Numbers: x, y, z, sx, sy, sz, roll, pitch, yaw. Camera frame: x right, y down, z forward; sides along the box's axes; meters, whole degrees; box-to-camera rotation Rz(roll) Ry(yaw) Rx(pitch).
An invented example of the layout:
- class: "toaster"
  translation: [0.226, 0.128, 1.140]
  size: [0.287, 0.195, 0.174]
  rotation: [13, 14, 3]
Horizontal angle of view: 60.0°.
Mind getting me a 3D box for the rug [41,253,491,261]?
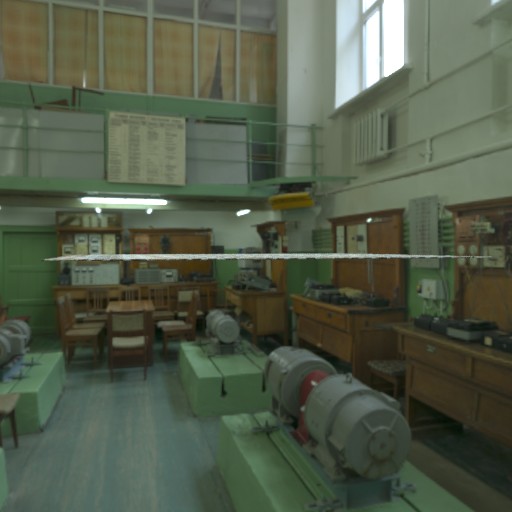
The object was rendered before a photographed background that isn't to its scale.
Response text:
- class: "rug"
  translation: [0.000, 0.000, 2.243]
  size: [1.829, 0.008, 1.219]
  rotation: [0, 1, -18]
